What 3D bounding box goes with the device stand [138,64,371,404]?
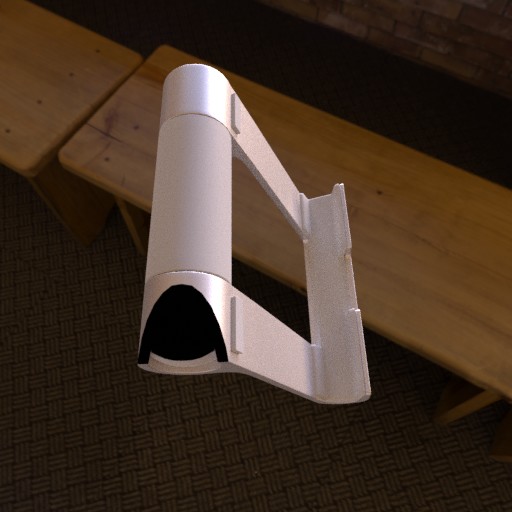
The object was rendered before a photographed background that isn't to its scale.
[{"bbox_3d":[0.000,0.000,0.150,0.079,0.084,0.086,-1,64,-1],"label":"device stand"}]
